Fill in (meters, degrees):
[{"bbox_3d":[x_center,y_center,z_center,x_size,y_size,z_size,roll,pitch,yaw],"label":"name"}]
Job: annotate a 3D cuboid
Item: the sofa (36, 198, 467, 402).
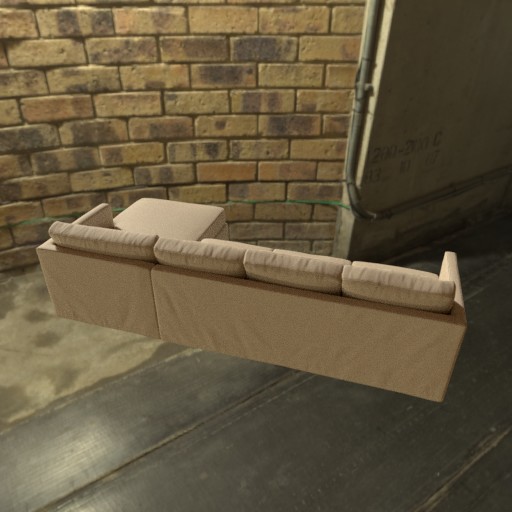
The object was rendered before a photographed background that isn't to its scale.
[{"bbox_3d":[0.000,0.000,3.874,3.206,0.871,1.622,9,32,14],"label":"sofa"}]
